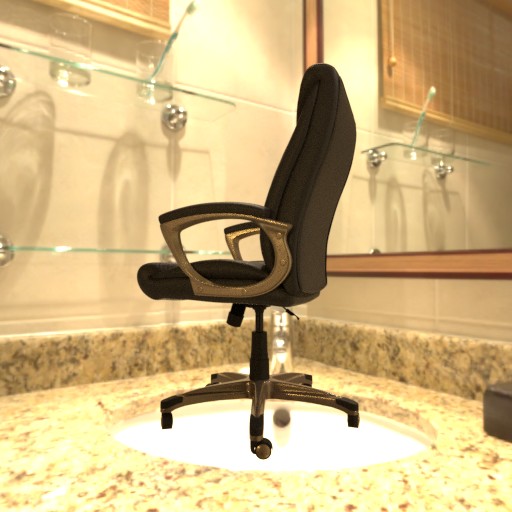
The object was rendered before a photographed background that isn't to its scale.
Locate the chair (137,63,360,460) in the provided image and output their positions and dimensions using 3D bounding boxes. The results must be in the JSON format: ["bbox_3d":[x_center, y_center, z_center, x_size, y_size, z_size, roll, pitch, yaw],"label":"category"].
[{"bbox_3d":[0.000,0.000,1.649,0.748,1.188,0.694,0,-1,18],"label":"chair"}]
